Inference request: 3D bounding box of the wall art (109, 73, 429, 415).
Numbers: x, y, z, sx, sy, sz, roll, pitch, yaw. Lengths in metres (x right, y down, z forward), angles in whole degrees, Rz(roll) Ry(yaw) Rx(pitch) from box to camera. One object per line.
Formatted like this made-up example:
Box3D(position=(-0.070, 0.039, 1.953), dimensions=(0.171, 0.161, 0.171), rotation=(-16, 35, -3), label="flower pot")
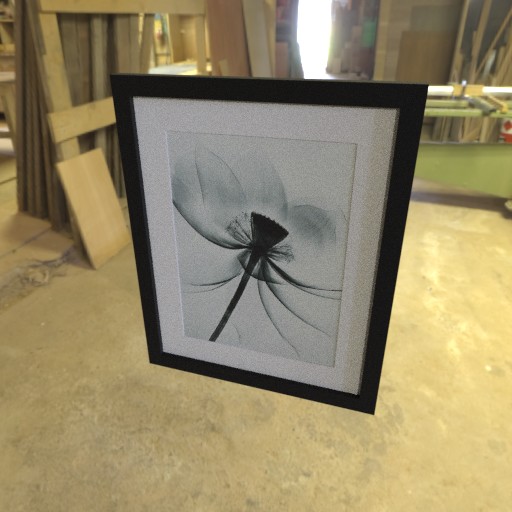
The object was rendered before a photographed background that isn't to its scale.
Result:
Box3D(position=(0.000, 0.000, 0.747), dimensions=(0.457, 0.559, 0.029), rotation=(8, 28, 16), label="wall art")
